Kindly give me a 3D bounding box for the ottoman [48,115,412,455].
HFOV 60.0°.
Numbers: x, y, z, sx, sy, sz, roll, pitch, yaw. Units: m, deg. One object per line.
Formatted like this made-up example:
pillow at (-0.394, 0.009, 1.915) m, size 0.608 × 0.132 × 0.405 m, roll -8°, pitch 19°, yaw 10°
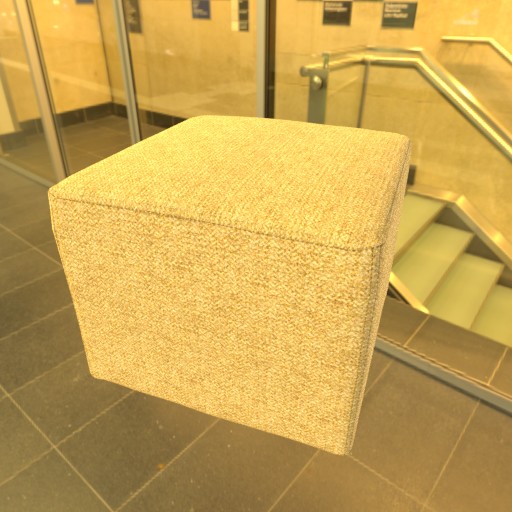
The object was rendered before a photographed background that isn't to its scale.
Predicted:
ottoman at (0.000, 0.000, 0.876) m, size 0.505 × 0.441 × 0.512 m, roll 11°, pitch 32°, yaw 18°
